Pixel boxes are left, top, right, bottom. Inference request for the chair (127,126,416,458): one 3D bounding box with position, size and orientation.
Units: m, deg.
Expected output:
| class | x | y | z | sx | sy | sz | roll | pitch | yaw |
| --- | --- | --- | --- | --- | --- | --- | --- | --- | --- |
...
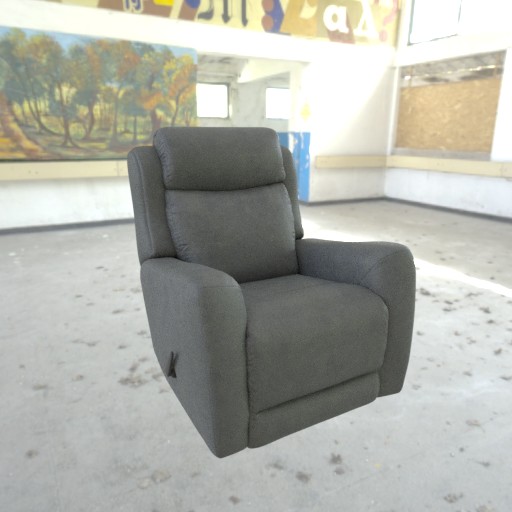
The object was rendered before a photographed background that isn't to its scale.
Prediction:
| class | x | y | z | sx | sy | sz | roll | pitch | yaw |
| --- | --- | --- | --- | --- | --- | --- | --- | --- | --- |
| chair | 0.000 | 0.000 | 1.979 | 0.967 | 1.116 | 1.068 | -8 | 18 | -27 |
